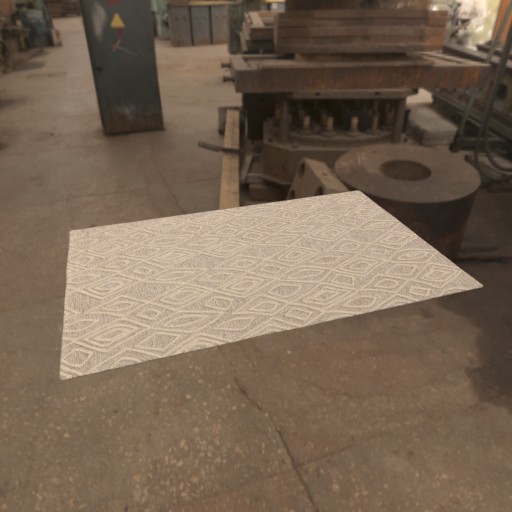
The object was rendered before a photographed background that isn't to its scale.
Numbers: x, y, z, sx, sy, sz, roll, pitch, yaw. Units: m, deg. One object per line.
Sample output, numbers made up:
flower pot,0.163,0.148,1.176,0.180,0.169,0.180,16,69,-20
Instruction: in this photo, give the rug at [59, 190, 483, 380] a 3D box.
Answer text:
rug,0.000,0.000,3.015,2.442,0.010,1.546,-10,33,-15
